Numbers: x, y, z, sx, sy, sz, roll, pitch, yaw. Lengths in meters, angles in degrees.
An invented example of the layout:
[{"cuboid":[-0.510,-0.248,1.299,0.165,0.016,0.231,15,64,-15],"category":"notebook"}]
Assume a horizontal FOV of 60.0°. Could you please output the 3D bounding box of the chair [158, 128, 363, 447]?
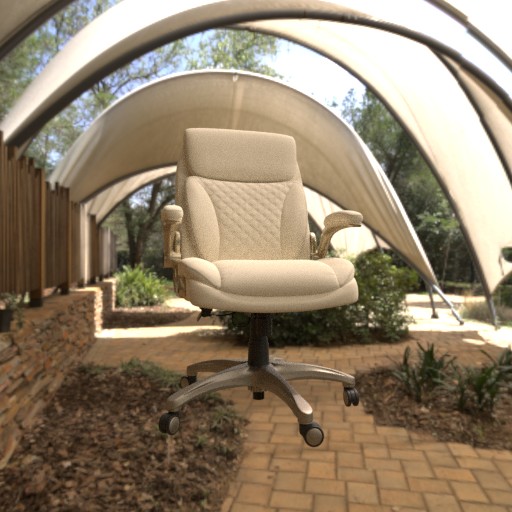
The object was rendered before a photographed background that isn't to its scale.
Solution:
[{"cuboid":[0.000,0.000,1.637,0.740,1.110,0.794,0,0,-18],"category":"chair"}]
